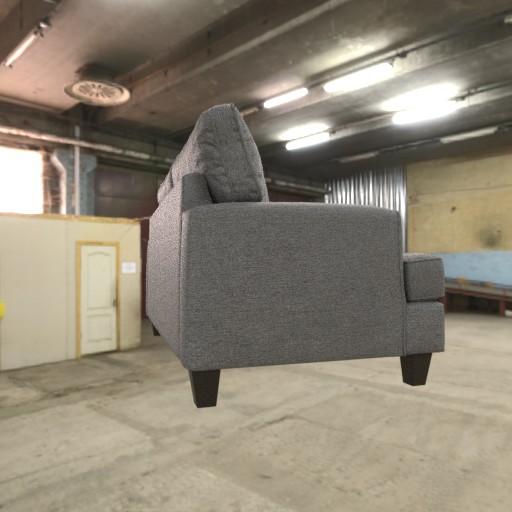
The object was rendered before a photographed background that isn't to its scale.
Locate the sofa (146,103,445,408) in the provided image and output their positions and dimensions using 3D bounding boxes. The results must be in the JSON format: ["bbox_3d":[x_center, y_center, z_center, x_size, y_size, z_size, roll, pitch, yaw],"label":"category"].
[{"bbox_3d":[0.000,0.000,2.213,0.965,0.965,1.651,0,-2,-18],"label":"sofa"}]
